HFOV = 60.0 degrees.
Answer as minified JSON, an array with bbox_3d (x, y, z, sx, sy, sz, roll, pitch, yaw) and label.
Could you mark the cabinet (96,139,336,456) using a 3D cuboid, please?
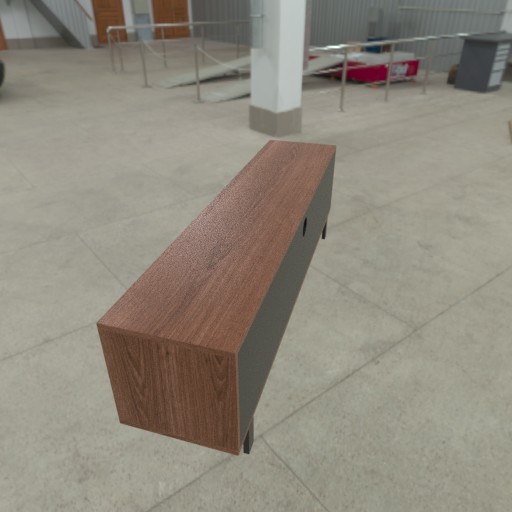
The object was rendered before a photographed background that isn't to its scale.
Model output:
[{"bbox_3d":[0.000,0.000,1.872,0.400,0.500,1.650,9,32,14],"label":"cabinet"}]
